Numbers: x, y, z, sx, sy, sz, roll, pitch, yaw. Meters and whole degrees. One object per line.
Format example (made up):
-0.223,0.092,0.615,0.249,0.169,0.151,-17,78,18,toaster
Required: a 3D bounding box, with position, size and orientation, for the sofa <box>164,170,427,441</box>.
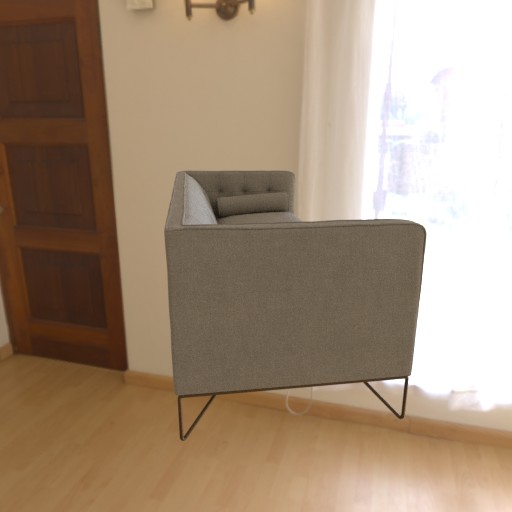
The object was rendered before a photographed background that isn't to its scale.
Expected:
0.000,0.000,2.540,0.912,0.798,2.079,-2,16,-8,sofa
